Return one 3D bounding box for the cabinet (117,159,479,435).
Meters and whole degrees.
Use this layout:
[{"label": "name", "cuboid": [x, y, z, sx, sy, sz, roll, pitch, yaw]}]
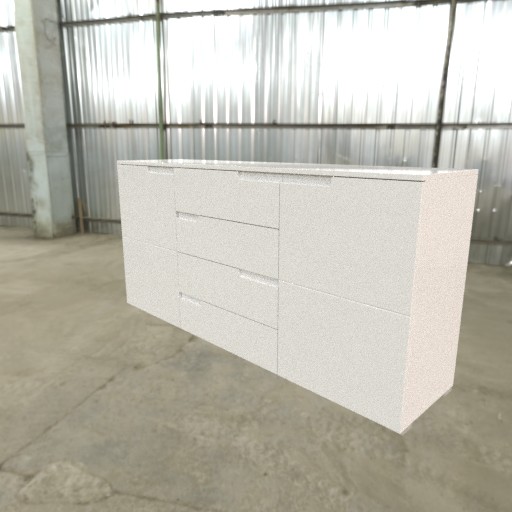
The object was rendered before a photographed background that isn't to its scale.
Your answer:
[{"label": "cabinet", "cuboid": [0.000, 0.000, 1.968, 0.400, 0.800, 1.650, -13, 19, -43]}]
